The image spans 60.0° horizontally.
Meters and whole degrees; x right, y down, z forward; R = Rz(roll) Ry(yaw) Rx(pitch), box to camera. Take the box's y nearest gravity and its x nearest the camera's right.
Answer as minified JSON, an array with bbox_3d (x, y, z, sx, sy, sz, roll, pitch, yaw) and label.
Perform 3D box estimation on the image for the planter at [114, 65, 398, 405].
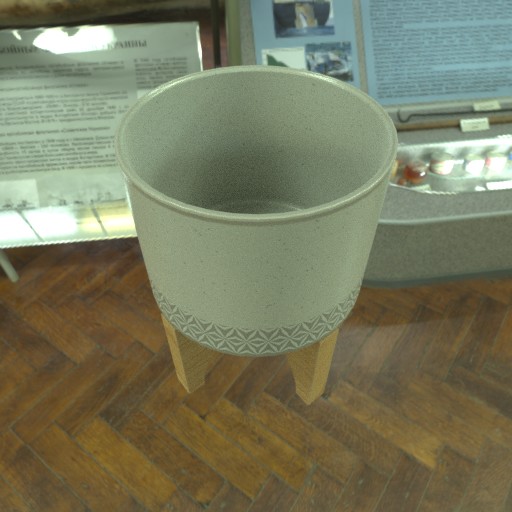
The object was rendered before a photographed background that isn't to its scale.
[{"bbox_3d":[0.000,0.000,0.271,0.130,0.178,0.130,0,47,0],"label":"planter"}]
